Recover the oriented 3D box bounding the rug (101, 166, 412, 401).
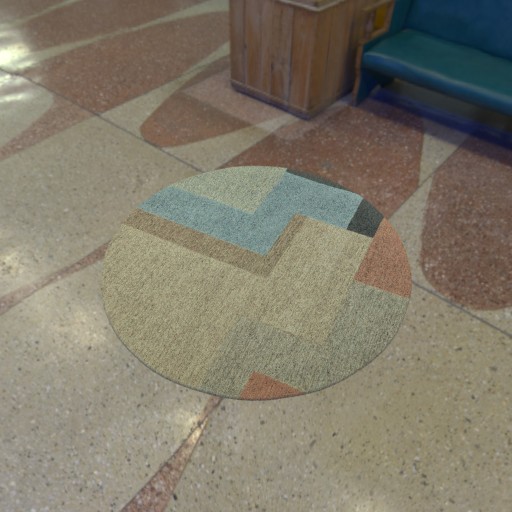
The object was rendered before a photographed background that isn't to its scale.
[{"bbox_3d":[0.000,0.000,3.599,2.461,0.033,2.461,0,47,0],"label":"rug"}]
